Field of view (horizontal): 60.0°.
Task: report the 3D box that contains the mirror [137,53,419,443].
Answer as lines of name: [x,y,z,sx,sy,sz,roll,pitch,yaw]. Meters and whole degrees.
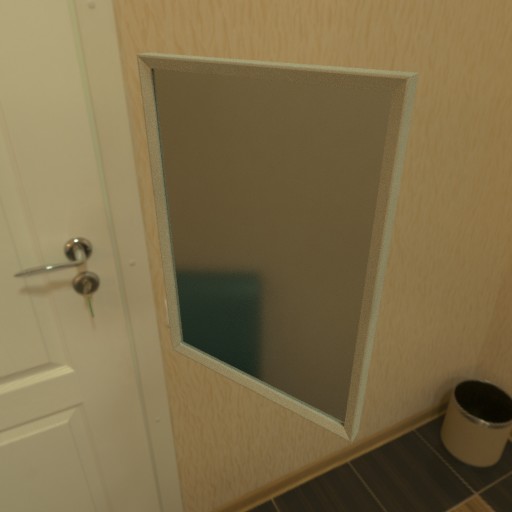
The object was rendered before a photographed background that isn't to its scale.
mirror: [0.000,0.000,0.880,0.507,0.710,0.039,19,34,29]
